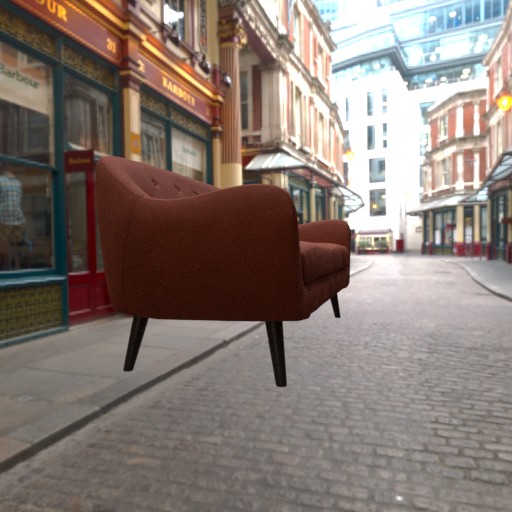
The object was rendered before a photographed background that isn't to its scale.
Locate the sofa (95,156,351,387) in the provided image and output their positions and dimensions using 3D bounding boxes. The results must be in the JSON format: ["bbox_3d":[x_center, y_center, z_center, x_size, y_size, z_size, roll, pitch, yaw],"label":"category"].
[{"bbox_3d":[0.000,0.000,2.295,0.820,0.836,1.840,0,1,17],"label":"sofa"}]
